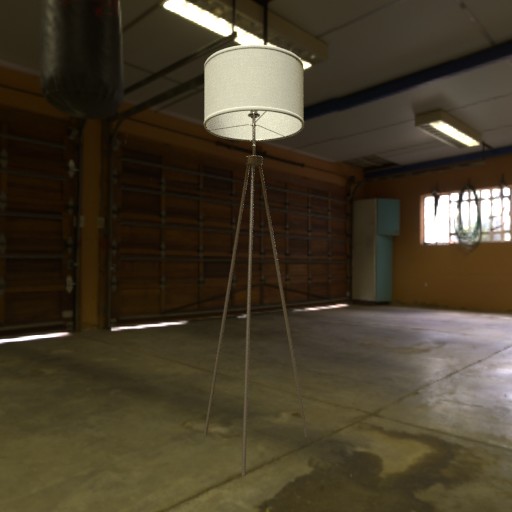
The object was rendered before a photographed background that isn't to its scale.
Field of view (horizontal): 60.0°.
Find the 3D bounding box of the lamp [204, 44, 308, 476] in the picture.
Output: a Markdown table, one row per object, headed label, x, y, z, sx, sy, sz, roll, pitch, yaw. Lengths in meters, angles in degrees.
| label | x | y | z | sx | sy | sz | roll | pitch | yaw |
| --- | --- | --- | --- | --- | --- | --- | --- | --- | --- |
| lamp | 0.000 | 0.000 | 1.787 | 0.448 | 1.545 | 0.458 | 0 | -1 | -1 |
